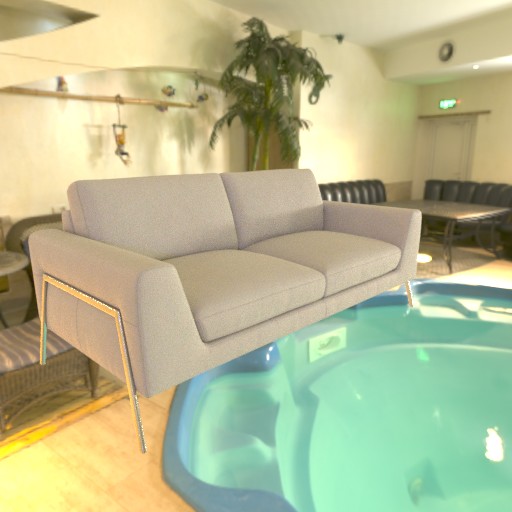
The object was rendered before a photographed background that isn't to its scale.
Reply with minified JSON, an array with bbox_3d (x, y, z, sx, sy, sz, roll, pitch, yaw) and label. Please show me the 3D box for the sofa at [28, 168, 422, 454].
[{"bbox_3d":[0.000,0.000,2.408,0.953,0.875,2.017,13,19,43],"label":"sofa"}]
